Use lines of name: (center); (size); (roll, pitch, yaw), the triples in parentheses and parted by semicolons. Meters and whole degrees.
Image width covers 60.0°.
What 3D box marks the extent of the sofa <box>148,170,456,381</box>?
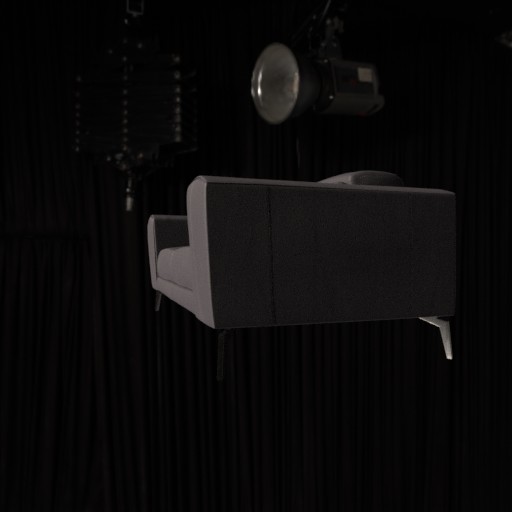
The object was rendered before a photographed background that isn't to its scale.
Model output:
sofa: (0.000, 0.000, 2.406); (1.003, 0.779, 1.895); (0, 0, -19)
